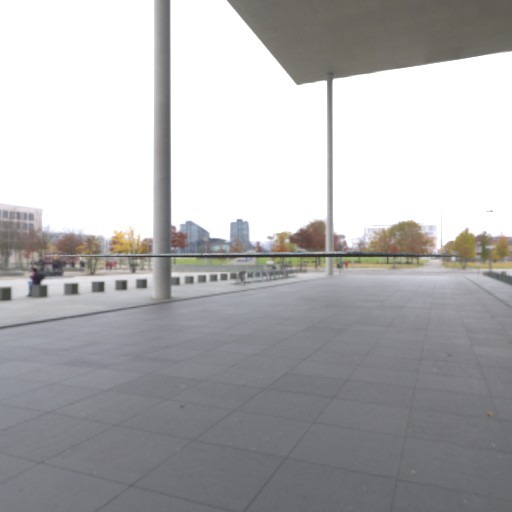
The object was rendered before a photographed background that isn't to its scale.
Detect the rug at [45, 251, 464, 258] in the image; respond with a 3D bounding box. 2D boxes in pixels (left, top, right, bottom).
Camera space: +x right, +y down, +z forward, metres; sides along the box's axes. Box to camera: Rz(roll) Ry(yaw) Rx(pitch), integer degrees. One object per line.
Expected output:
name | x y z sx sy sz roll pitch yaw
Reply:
rug | 0.000 0.000 4.131 3.056 0.013 2.441 0 -1 38
